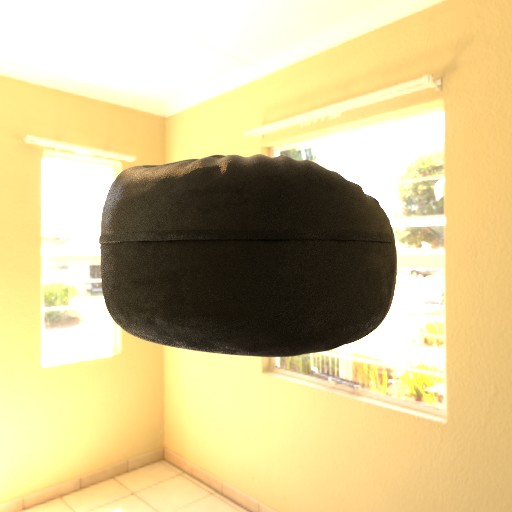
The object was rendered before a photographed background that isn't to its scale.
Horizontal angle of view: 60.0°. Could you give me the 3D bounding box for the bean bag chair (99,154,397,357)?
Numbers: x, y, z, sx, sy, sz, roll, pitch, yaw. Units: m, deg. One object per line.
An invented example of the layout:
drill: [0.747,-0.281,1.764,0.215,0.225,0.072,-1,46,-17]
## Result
bean bag chair: [0.000,0.000,2.420,1.524,0.878,1.524,0,0,36]
